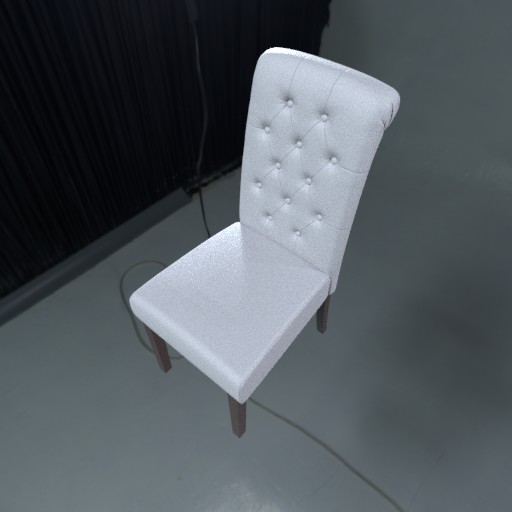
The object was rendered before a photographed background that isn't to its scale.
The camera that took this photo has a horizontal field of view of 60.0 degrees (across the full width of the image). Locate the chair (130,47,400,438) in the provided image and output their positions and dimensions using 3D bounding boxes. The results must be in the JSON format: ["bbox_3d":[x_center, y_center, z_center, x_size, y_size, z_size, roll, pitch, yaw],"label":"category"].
[{"bbox_3d":[0.000,0.000,1.368,0.456,1.006,0.671,32,56,26],"label":"chair"}]
